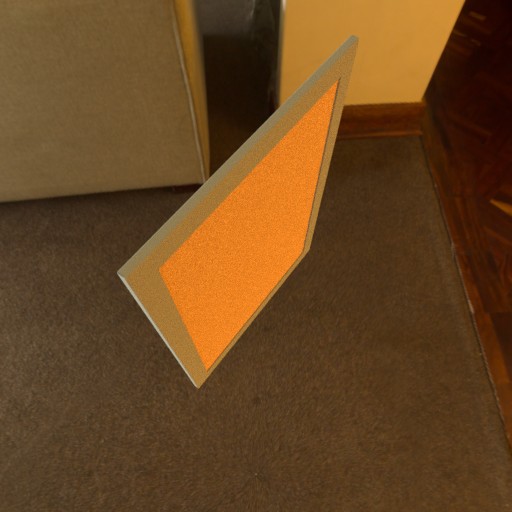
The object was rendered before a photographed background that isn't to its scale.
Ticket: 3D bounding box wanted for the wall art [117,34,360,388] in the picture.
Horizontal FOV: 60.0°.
[{"bbox_3d":[0.000,0.000,0.675,0.012,0.529,0.374,34,69,16],"label":"wall art"}]
